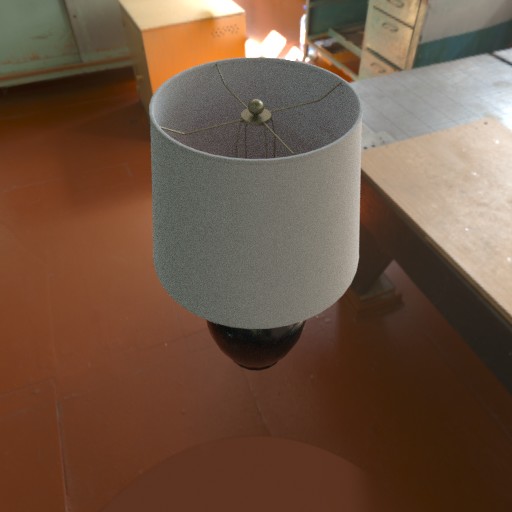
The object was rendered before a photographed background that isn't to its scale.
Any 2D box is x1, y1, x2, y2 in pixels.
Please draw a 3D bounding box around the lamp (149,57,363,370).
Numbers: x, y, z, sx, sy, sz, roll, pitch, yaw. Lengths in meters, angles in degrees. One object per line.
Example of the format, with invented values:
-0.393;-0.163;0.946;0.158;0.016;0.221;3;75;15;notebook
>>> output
0.000;0.000;0.538;0.239;0.399;0.239;0;46;0;lamp
